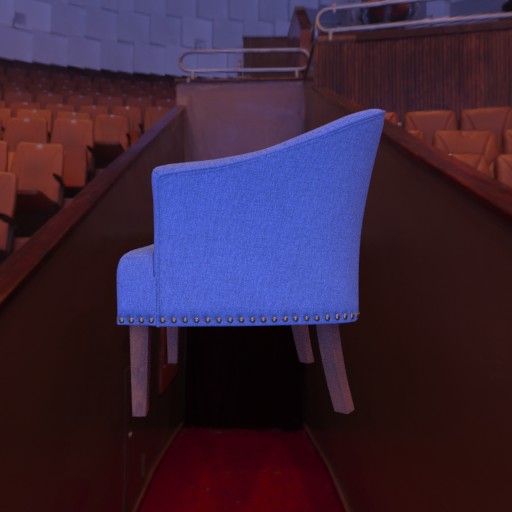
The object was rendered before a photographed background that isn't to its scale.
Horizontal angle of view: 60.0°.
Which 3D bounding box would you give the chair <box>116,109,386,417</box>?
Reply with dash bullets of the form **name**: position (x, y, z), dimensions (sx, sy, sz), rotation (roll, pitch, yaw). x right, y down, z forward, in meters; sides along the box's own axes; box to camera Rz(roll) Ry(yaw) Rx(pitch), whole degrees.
- **chair**: position (0.000, 0.000, 1.407), dimensions (0.704, 0.815, 0.798), rotation (0, -1, -3)
